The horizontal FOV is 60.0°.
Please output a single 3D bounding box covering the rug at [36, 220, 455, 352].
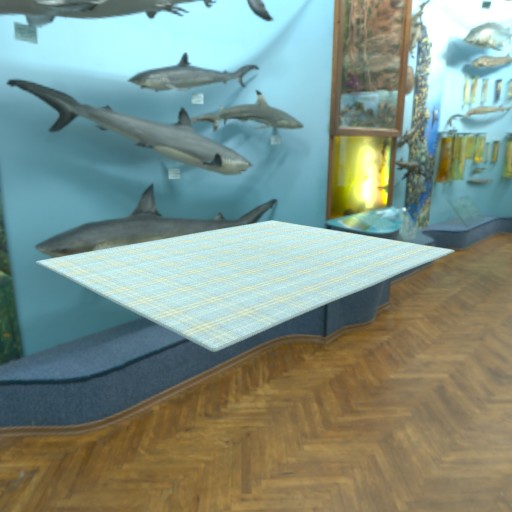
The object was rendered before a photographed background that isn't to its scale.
[{"bbox_3d":[0.000,0.000,4.115,2.462,0.030,3.066,14,20,43],"label":"rug"}]
